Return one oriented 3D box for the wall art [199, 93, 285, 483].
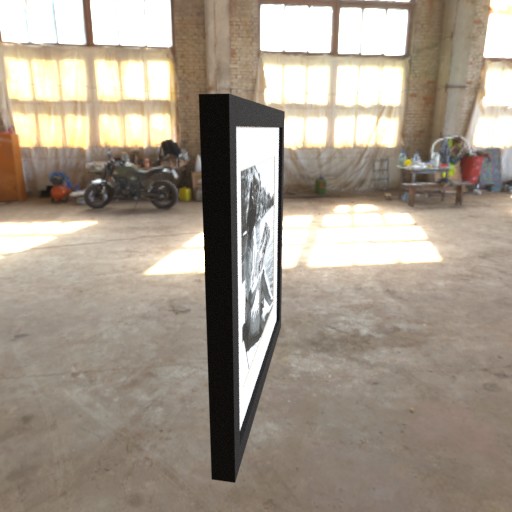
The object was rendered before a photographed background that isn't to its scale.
[{"bbox_3d":[0.000,0.000,0.712,0.030,0.458,0.462,3,16,10],"label":"wall art"}]
